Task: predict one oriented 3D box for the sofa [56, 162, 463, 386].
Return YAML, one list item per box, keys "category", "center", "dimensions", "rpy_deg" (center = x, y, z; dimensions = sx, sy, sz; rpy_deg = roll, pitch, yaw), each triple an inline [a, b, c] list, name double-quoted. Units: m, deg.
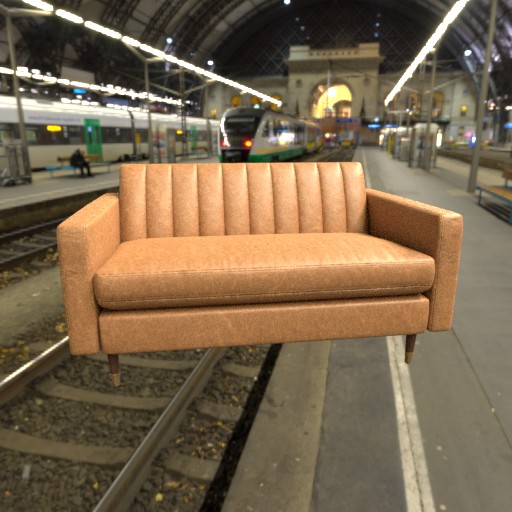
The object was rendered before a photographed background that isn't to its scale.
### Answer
- category: "sofa"
  center: [0.000, 0.000, 2.099]
  dimensions: [1.549, 0.820, 0.960]
  rpy_deg: [-2, 15, -8]
